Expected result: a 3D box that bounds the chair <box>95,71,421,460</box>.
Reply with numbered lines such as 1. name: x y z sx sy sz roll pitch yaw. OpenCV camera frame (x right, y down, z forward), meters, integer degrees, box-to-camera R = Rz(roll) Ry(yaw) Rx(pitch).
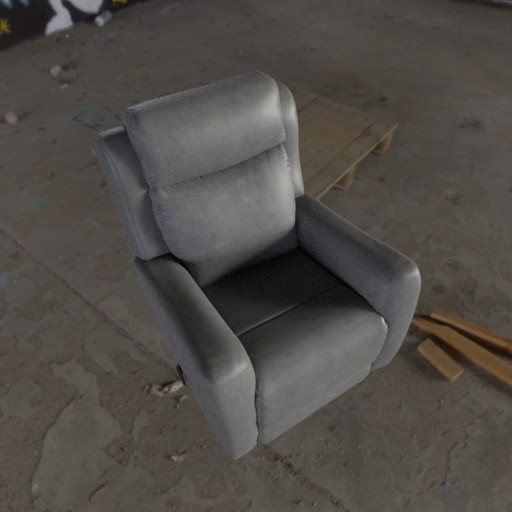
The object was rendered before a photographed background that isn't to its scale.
1. chair: 0.000 0.000 1.873 0.967 1.116 1.068 -24 51 -21
